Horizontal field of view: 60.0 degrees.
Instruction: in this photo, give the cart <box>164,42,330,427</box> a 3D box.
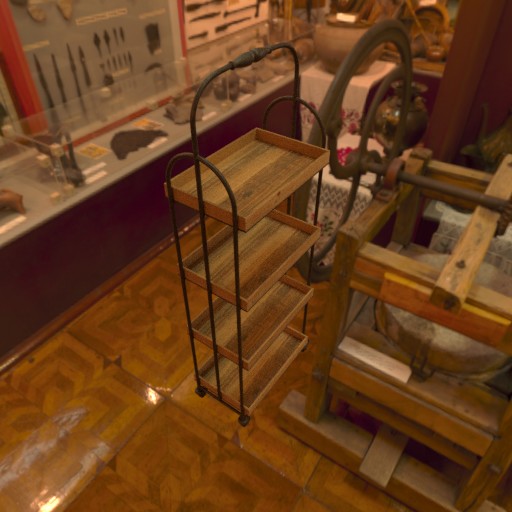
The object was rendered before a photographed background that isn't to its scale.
[{"bbox_3d":[0.000,0.000,1.681,0.308,1.481,0.581,25,47,26],"label":"cart"}]
